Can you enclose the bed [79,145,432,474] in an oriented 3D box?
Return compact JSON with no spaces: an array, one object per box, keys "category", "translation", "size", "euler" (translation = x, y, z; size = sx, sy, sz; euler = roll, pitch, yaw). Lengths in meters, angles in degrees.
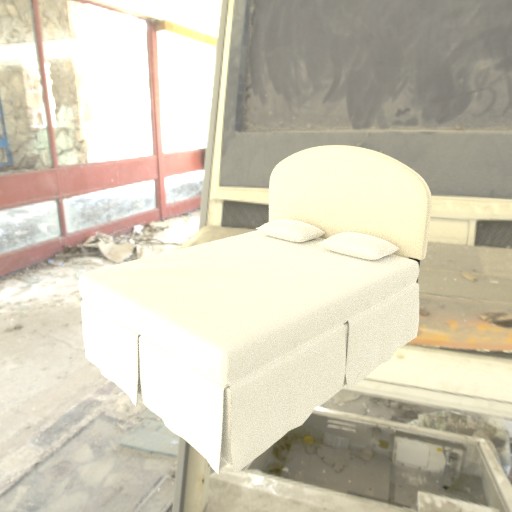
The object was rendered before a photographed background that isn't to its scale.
[{"category":"bed","translation":[0.000,0.000,3.059],"size":[1.607,1.410,2.005],"euler":[16,24,42]}]
